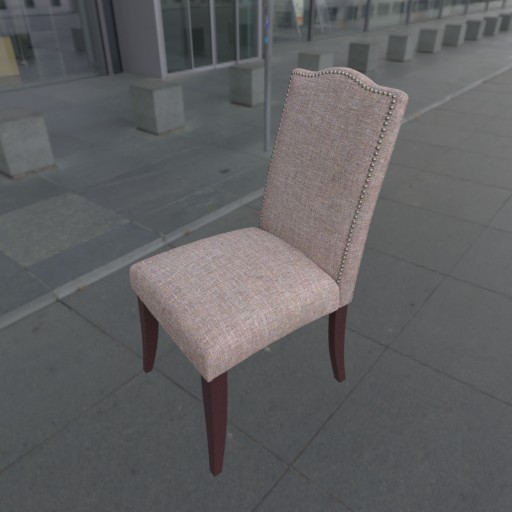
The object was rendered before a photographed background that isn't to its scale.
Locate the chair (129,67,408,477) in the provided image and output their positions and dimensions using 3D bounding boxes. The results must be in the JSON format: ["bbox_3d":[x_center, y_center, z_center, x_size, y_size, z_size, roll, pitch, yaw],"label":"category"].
[{"bbox_3d":[0.000,0.000,1.355,0.660,1.016,0.513,-21,38,-29],"label":"chair"}]
